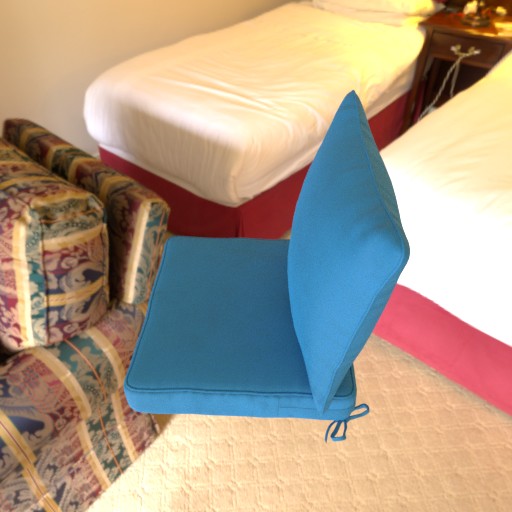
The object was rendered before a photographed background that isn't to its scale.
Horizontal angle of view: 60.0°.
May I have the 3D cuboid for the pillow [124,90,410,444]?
[{"bbox_3d":[0.000,0.000,1.319,0.733,0.725,0.798,2,42,2],"label":"pillow"}]
